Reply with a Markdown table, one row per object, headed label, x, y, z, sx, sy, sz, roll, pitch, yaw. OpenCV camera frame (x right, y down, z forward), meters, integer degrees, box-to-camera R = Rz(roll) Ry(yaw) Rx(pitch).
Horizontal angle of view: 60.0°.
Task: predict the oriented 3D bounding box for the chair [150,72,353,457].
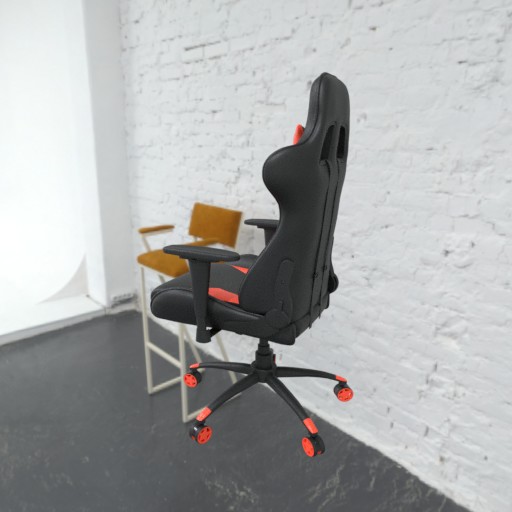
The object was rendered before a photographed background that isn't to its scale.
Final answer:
| label | x | y | z | sx | sy | sz | roll | pitch | yaw |
| --- | --- | --- | --- | --- | --- | --- | --- | --- | --- |
| chair | 0.000 | 0.000 | 1.715 | 0.730 | 1.282 | 0.695 | 7 | 16 | 26 |
